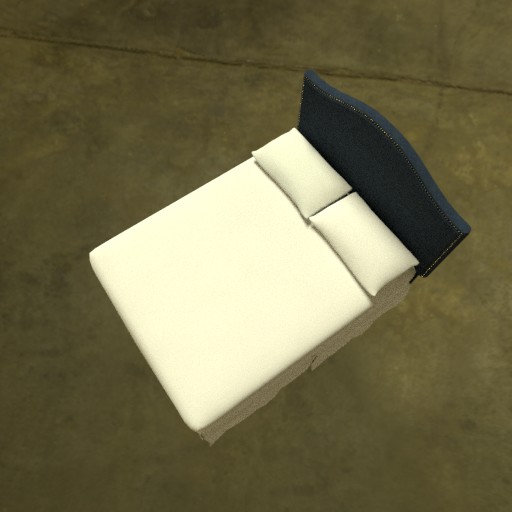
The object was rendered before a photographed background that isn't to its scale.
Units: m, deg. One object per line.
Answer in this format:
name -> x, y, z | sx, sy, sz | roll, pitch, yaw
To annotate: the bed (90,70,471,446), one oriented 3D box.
bed -> 0.000, 0.000, 3.291 | 2.153, 1.518, 1.713 | -33, 70, -13
